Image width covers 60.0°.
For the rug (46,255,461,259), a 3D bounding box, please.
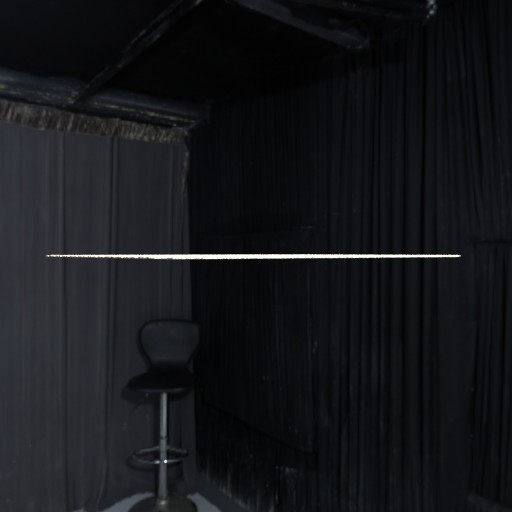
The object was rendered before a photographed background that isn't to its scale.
[{"bbox_3d":[0.000,0.000,2.272,1.726,0.009,1.278,0,0,-37],"label":"rug"}]
